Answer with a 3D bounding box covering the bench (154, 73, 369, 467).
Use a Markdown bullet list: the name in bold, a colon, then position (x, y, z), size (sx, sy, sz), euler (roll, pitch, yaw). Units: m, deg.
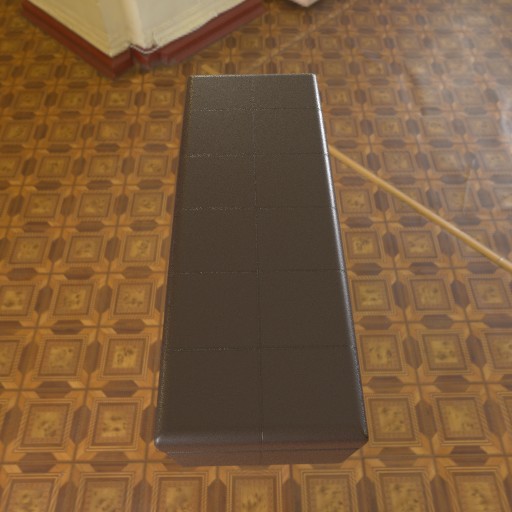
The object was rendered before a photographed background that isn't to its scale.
- **bench**: position (0.000, 0.000, 1.300), size (0.429, 0.457, 1.092), euler (-1, 58, -1)
